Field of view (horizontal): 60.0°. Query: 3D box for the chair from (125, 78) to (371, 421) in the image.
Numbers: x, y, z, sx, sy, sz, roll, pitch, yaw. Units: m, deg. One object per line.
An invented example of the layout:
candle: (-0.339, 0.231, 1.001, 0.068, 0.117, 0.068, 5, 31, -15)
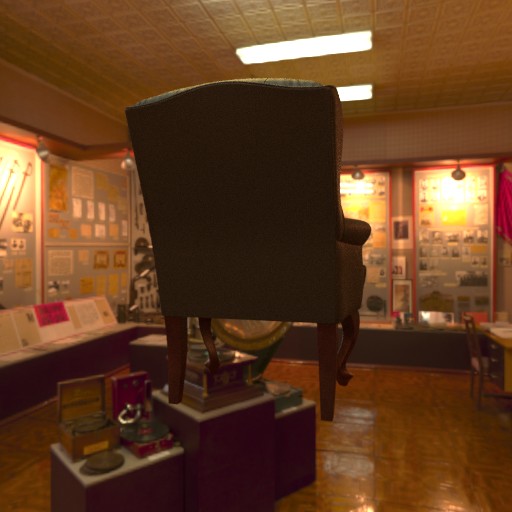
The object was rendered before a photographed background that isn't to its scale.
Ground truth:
chair: (0.000, 0.000, 1.694, 0.838, 1.111, 0.762, 0, 1, 17)
